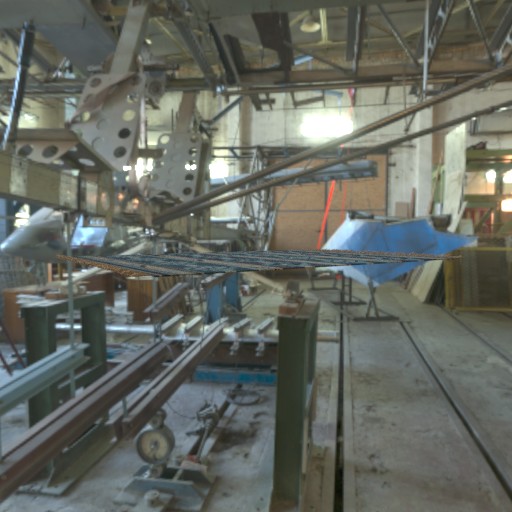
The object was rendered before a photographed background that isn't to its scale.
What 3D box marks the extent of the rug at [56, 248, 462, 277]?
[{"bbox_3d":[0.000,0.000,4.416,3.307,0.047,2.418,-2,4,-34],"label":"rug"}]
